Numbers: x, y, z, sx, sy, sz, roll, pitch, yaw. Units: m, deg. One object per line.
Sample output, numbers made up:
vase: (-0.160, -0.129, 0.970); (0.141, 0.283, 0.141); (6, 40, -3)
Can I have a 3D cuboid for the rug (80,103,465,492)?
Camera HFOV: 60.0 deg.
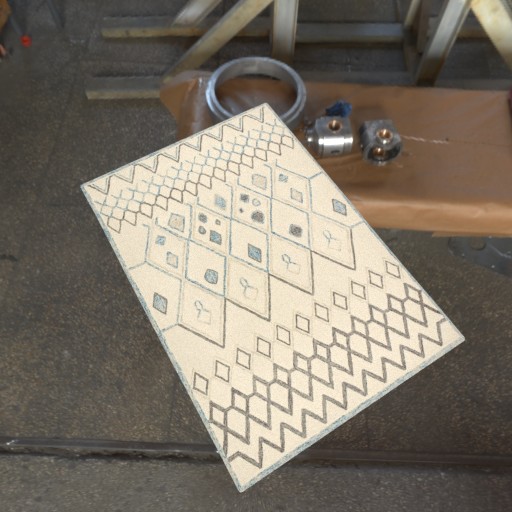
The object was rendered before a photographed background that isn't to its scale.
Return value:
rug: (0.000, 0.000, 2.340); (1.260, 0.009, 1.820); (-28, 66, -14)
